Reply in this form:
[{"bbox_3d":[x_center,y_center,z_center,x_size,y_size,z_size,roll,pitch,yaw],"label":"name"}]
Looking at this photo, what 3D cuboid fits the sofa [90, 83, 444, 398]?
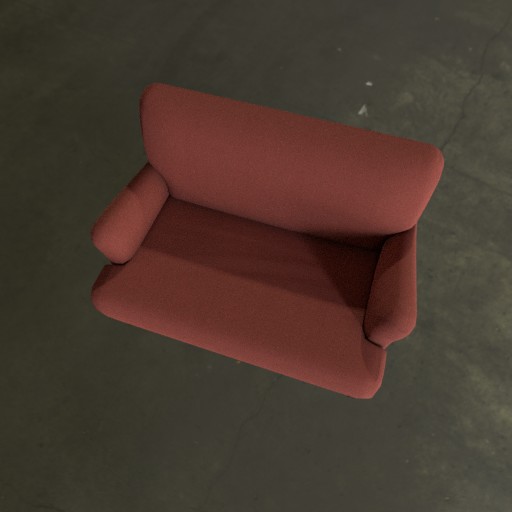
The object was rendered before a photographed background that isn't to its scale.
[{"bbox_3d":[0.000,0.000,1.843,1.297,0.889,0.779,16,60,10],"label":"sofa"}]
